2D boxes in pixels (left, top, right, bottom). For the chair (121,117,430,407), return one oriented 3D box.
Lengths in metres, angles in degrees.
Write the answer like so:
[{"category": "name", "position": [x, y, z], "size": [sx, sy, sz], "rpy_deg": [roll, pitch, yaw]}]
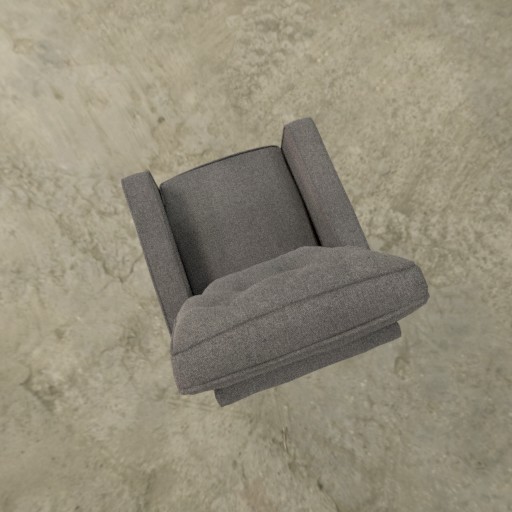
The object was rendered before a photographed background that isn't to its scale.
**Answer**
[{"category": "chair", "position": [0.000, 0.000, 1.422], "size": [0.650, 0.889, 0.775], "rpy_deg": [-20, 76, -5]}]
